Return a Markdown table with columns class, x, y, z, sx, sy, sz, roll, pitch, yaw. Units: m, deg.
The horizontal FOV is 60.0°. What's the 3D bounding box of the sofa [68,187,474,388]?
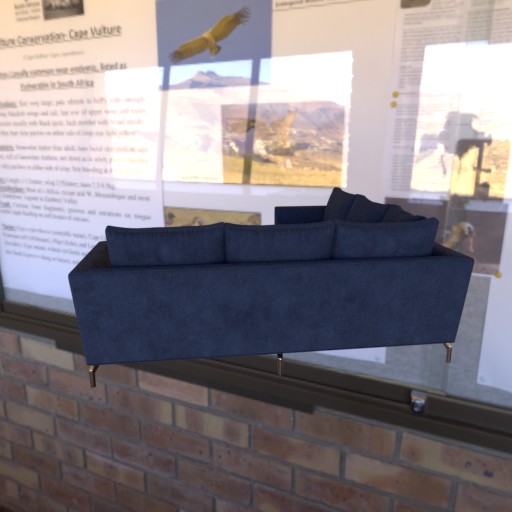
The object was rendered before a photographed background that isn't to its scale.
| class | x | y | z | sx | sy | sz | roll | pitch | yaw |
| --- | --- | --- | --- | --- | --- | --- | --- | --- | --- |
| sofa | 0.000 | 0.000 | 3.877 | 2.463 | 0.988 | 2.472 | -2 | 15 | -7 |
